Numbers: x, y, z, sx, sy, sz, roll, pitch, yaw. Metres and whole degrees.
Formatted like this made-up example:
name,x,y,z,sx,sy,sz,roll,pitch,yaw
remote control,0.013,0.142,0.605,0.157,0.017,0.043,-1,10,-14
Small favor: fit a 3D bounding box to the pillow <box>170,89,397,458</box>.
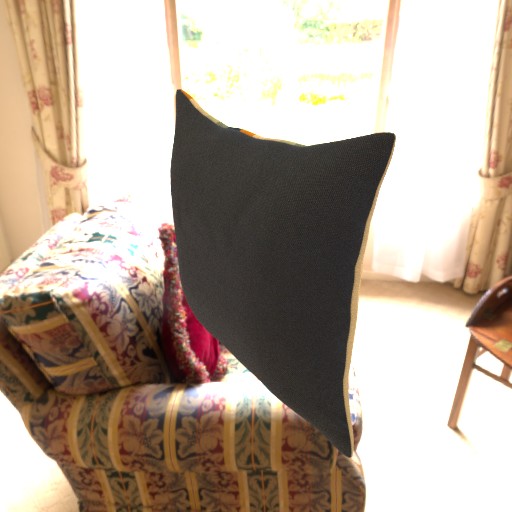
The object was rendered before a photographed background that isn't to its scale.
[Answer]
name,x,y,z,sx,sy,sz,roll,pitch,yaw
pillow,0.000,0.000,0.695,0.173,0.454,0.463,-18,31,-31
